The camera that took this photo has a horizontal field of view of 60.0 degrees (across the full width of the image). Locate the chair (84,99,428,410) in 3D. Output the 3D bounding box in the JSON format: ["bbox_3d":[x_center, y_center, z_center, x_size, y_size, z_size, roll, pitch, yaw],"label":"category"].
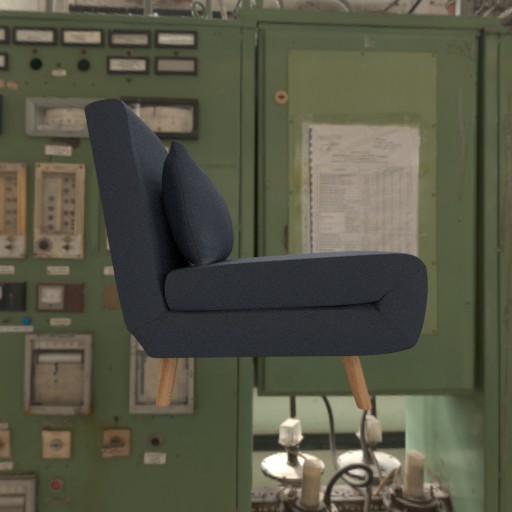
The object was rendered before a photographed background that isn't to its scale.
[{"bbox_3d":[0.000,0.000,1.494,0.900,0.808,0.770,0,0,-1],"label":"chair"}]
